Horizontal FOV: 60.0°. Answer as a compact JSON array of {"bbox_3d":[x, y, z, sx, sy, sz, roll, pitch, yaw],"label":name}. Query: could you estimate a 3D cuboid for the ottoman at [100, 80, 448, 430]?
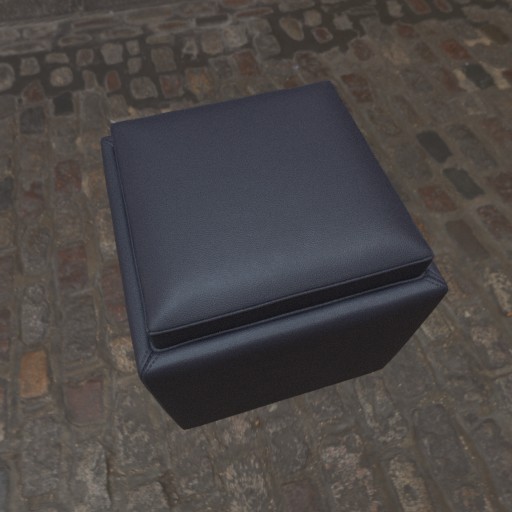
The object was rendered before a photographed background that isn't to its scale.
[{"bbox_3d":[0.000,0.000,0.820,0.451,0.460,0.450,-14,60,-9],"label":"ottoman"}]
